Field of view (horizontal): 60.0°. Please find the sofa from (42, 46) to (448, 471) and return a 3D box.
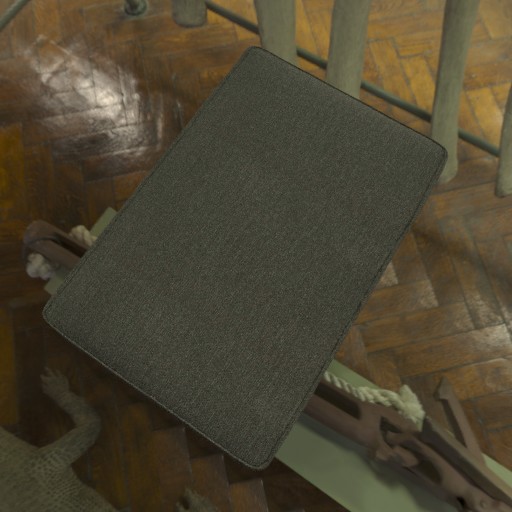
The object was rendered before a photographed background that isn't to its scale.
[{"bbox_3d":[0.000,0.000,1.181,0.578,0.457,0.854,32,76,9],"label":"sofa"}]
